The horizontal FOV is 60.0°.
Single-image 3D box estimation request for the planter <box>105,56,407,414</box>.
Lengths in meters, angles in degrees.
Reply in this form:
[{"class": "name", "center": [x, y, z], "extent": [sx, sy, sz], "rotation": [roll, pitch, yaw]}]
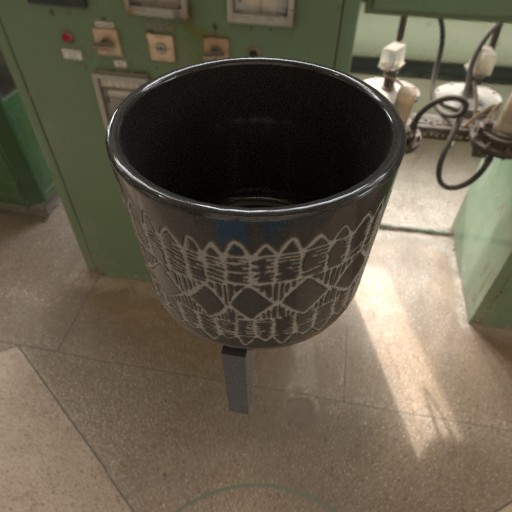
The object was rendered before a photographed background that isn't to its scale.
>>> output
[{"class": "planter", "center": [0.000, 0.000, 0.258], "extent": [0.129, 0.177, 0.129], "rotation": [0, 47, 0]}]
